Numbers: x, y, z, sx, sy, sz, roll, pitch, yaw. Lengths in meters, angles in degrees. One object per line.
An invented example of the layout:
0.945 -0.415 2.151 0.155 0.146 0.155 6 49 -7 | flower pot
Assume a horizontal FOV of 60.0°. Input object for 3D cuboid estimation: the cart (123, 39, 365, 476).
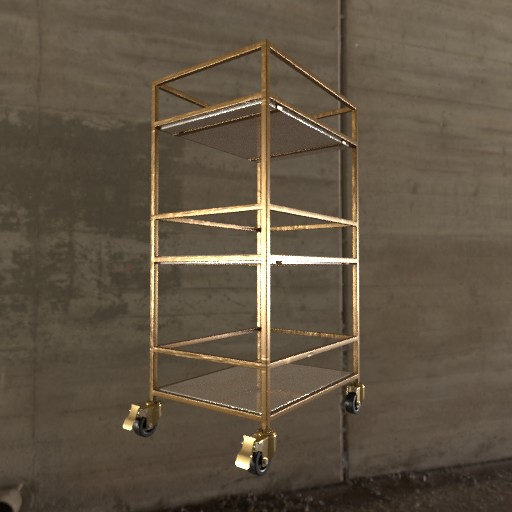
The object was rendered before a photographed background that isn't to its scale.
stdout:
0.000 0.000 1.012 0.332 0.761 0.483 -1 -2 36 | cart
